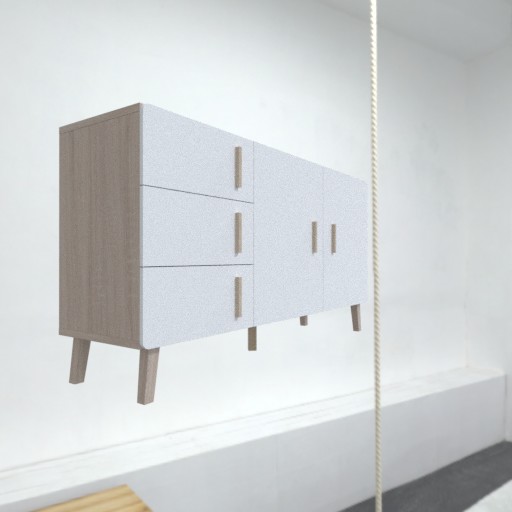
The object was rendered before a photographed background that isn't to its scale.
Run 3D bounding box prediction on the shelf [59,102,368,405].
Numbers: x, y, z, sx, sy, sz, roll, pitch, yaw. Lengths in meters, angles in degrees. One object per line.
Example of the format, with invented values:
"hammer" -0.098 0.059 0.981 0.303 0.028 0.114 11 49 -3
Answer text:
"shelf" 0.000 0.000 1.831 0.400 0.780 1.490 0 0 36
